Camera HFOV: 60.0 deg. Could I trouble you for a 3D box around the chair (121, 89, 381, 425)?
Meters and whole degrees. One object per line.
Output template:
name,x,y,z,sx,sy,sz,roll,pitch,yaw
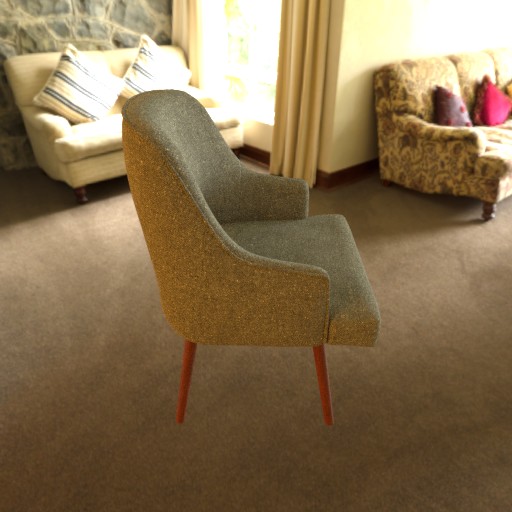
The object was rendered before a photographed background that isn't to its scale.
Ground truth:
chair,0.000,0.000,1.285,0.629,0.875,0.608,0,31,1
